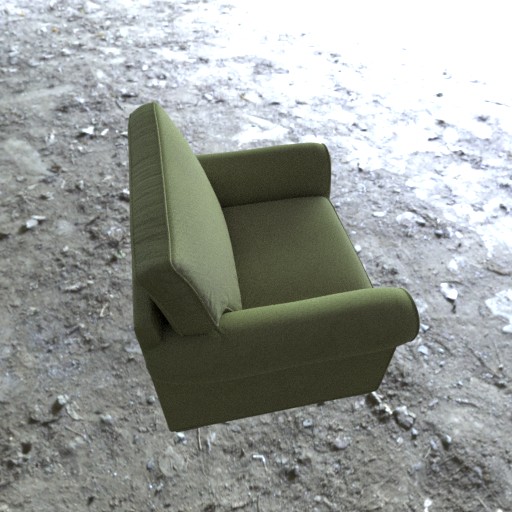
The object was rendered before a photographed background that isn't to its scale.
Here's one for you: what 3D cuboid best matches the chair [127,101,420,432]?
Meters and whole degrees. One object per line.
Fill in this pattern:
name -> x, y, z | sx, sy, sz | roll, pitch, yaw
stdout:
chair -> 0.000, 0.000, 1.887 | 0.939, 1.044, 1.147 | -9, 47, -8
